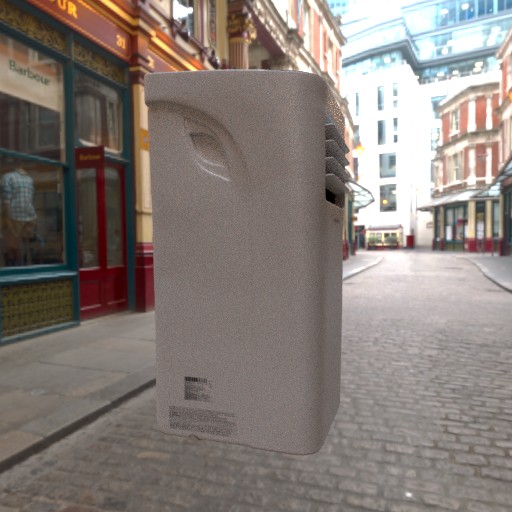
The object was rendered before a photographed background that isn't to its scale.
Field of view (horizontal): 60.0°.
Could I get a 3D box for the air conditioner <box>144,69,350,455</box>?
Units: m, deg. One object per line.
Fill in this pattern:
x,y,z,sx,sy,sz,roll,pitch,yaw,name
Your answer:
0.000,0.000,0.954,0.369,0.716,0.352,1,2,19,air conditioner
